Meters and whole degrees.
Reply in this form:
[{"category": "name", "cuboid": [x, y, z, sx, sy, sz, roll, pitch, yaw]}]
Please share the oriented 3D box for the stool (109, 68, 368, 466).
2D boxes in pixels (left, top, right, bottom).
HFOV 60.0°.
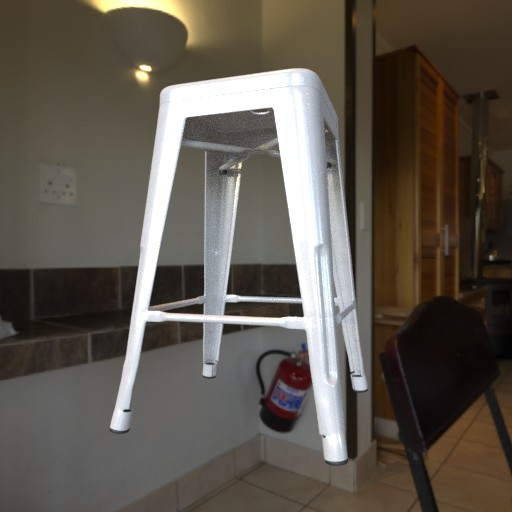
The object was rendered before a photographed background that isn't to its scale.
[{"category": "stool", "cuboid": [0.000, 0.000, 0.886, 0.406, 0.610, 0.406, 0, 0, 18]}]
